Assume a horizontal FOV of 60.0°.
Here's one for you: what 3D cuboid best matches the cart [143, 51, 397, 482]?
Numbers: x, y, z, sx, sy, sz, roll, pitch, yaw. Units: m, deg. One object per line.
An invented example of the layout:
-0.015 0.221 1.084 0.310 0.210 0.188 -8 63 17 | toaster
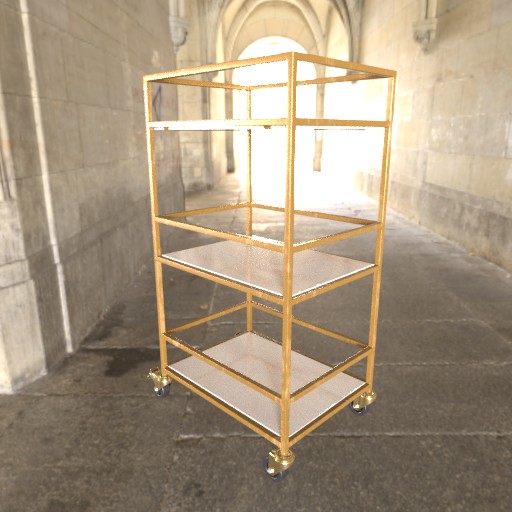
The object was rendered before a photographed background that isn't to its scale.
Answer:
0.000 0.000 0.997 0.332 0.761 0.483 -15 21 -43 | cart
